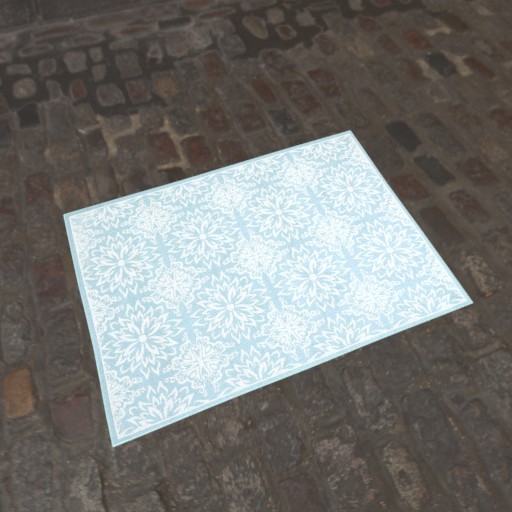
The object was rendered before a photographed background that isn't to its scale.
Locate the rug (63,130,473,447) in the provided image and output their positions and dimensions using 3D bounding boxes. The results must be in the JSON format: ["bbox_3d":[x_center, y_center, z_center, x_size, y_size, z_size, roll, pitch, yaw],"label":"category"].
[{"bbox_3d":[0.000,0.000,2.856,2.205,0.014,1.589,-19,61,-11],"label":"rug"}]
